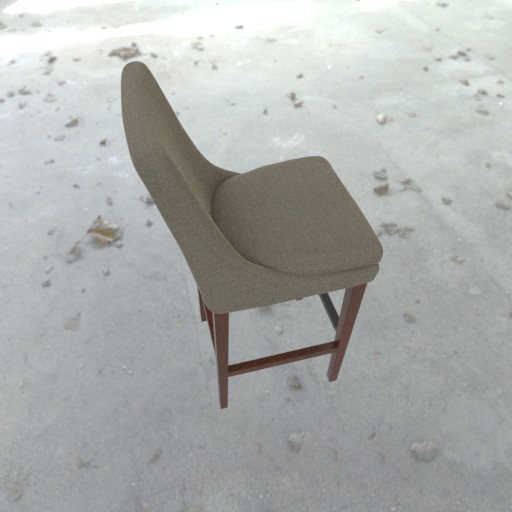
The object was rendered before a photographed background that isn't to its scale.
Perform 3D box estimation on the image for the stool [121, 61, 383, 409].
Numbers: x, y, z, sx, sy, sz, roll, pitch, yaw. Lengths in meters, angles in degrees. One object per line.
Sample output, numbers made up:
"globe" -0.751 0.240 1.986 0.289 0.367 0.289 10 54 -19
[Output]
"stool" 0.000 0.000 1.348 0.577 1.078 0.470 -11 49 -10
